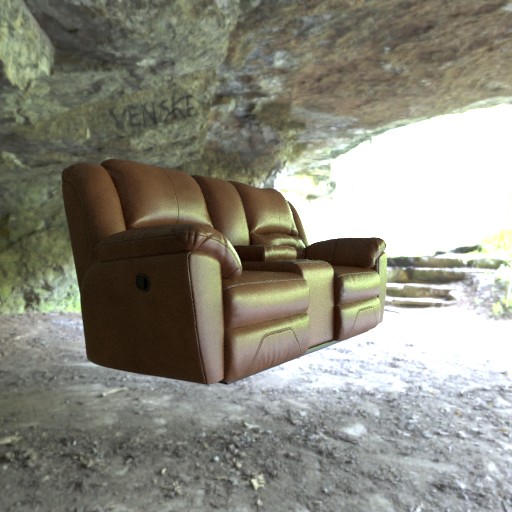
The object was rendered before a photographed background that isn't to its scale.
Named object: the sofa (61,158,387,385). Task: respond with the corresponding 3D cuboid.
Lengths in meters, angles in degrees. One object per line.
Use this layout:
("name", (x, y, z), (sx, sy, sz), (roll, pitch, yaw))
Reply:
("sofa", (0.000, 0.000, 2.669), (0.991, 1.043, 2.058), (0, 1, 36))
